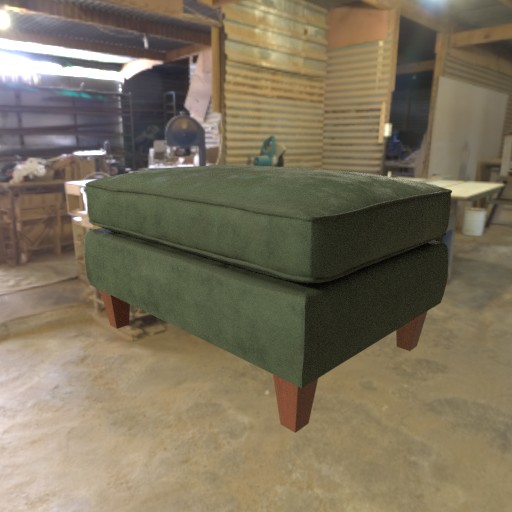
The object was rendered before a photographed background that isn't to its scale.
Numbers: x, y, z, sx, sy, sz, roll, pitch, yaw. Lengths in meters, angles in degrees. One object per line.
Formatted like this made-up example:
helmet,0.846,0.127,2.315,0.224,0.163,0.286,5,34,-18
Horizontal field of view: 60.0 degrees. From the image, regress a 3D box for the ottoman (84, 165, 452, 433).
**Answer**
ottoman,0.000,0.000,1.264,0.864,0.495,0.632,14,20,43
